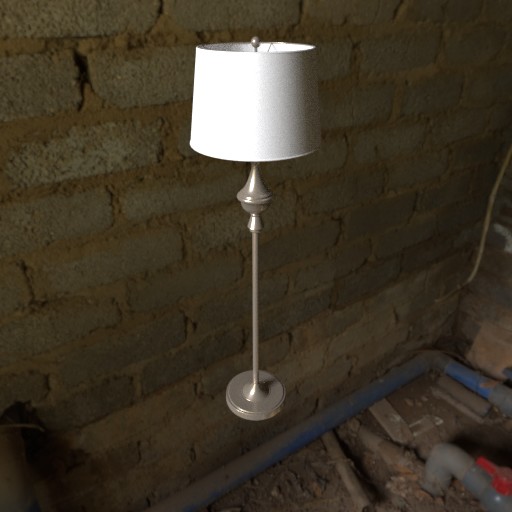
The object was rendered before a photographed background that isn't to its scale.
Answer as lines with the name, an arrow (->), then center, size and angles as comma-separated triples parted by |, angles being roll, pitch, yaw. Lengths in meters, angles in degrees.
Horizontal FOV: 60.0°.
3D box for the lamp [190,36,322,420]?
lamp -> 0.000, 0.000, 1.674 | 0.431, 1.488, 0.431 | 0, 30, 0
